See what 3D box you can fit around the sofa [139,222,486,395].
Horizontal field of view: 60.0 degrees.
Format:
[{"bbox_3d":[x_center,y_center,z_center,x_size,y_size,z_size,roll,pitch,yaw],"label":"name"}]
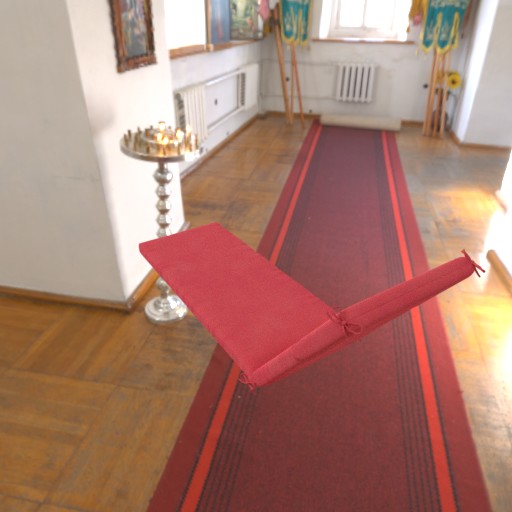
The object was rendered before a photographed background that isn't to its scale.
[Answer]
[{"bbox_3d":[0.000,0.000,1.912,0.582,0.622,1.663,-19,35,-28],"label":"sofa"}]
